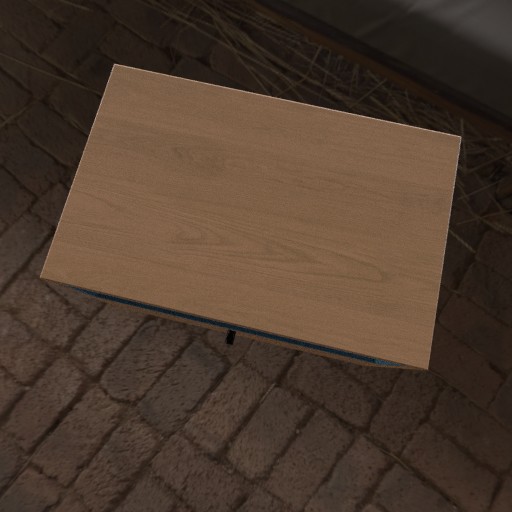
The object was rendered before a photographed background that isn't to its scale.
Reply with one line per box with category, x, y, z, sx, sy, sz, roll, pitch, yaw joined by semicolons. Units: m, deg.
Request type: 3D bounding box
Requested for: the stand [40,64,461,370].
stand;0.000;0.000;0.975;0.630;0.600;0.400;13;77;3
